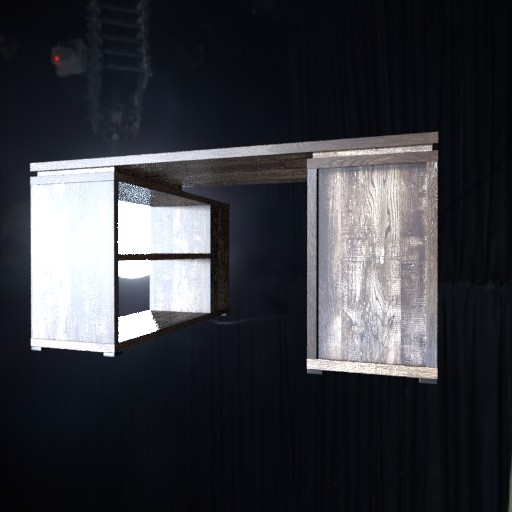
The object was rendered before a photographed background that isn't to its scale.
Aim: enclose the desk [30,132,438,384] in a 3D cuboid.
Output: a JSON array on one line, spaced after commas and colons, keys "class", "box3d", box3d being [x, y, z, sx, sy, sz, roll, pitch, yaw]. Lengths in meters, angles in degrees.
[{"class": "desk", "box3d": [0.000, 0.000, 2.126, 1.524, 0.753, 1.200, 0, 1, 18]}]
